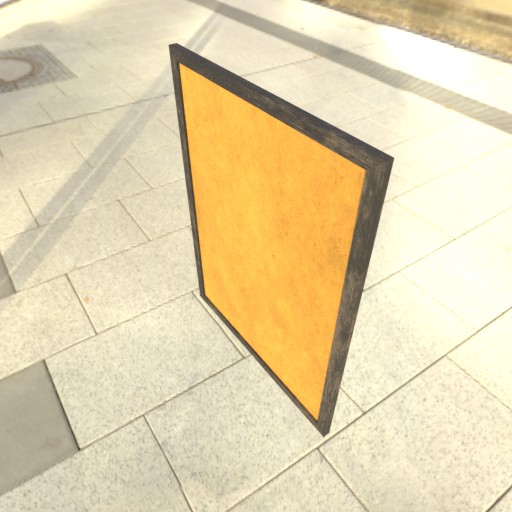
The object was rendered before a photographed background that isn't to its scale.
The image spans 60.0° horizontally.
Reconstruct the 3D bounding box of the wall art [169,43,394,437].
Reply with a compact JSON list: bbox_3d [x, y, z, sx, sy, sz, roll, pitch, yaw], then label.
[{"bbox_3d":[0.000,0.000,1.401,0.029,1.066,0.812,-27,49,-26],"label":"wall art"}]
